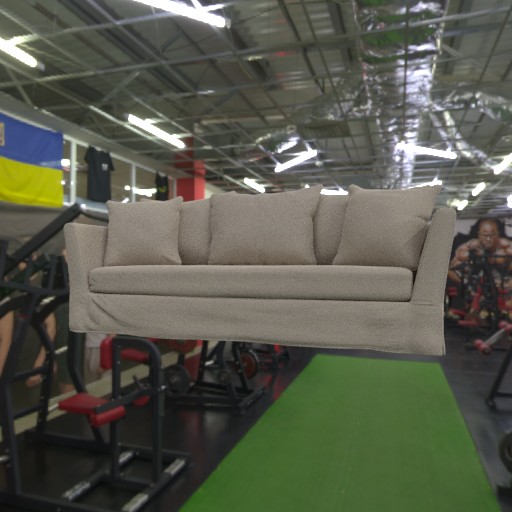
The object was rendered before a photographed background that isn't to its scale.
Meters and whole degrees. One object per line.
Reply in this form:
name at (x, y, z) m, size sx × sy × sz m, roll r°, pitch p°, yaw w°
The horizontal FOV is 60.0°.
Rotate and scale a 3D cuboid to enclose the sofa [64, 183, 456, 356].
sofa at (0.000, 0.000, 3.109) m, size 2.499 × 1.047 × 1.046 m, roll 0°, pitch -1°, yaw 20°
